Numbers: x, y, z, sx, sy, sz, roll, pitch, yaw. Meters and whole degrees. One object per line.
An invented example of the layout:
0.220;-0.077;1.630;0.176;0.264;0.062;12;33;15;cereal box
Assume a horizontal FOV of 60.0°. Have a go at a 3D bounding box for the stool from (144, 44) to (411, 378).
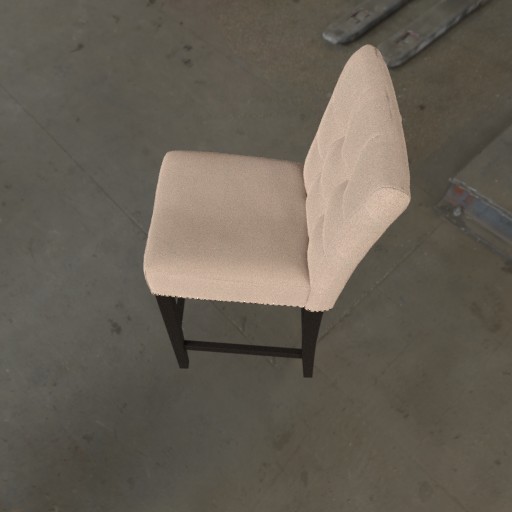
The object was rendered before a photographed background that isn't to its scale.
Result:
0.000;0.000;1.255;0.548;1.047;0.411;1;58;1;stool
